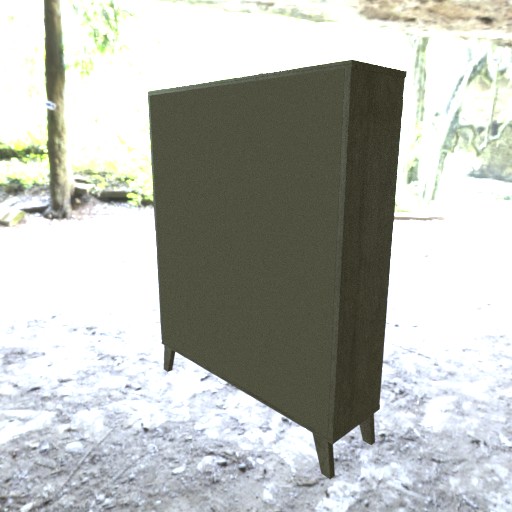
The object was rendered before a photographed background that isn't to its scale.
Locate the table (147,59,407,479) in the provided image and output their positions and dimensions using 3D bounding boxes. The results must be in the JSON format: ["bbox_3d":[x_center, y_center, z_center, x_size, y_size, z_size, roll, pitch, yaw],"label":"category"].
[{"bbox_3d":[0.000,0.000,1.549,0.256,1.135,0.902,-13,20,-42],"label":"table"}]
